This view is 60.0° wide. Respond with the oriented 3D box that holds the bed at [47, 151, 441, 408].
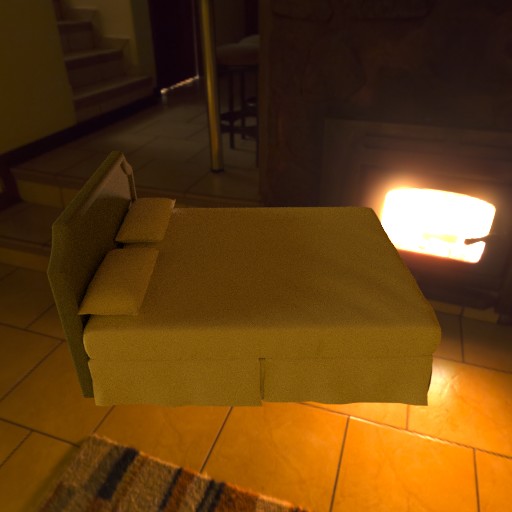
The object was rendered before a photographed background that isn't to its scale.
[{"bbox_3d":[0.000,0.000,3.580,2.464,1.306,1.977,-1,31,-1],"label":"bed"}]
